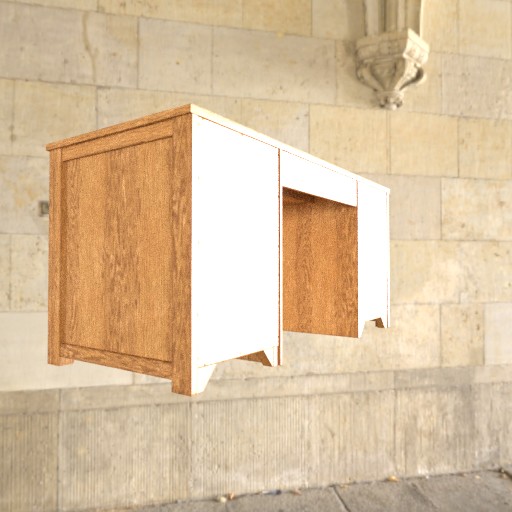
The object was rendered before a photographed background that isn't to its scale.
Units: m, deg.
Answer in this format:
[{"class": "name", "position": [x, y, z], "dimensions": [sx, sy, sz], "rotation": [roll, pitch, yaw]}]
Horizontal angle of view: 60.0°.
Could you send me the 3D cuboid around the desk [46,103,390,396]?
[{"class": "desk", "position": [0.000, 0.000, 1.963], "dimensions": [0.685, 0.751, 1.567], "rotation": [-1, -1, 35]}]
